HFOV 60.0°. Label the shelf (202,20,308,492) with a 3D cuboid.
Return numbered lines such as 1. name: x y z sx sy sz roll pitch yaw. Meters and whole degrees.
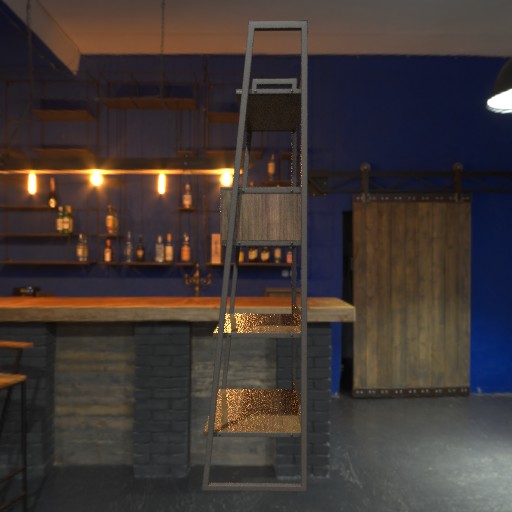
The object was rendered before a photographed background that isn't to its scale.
1. shelf: 0.000 0.000 2.210 0.454 2.005 0.652 0 1 1
